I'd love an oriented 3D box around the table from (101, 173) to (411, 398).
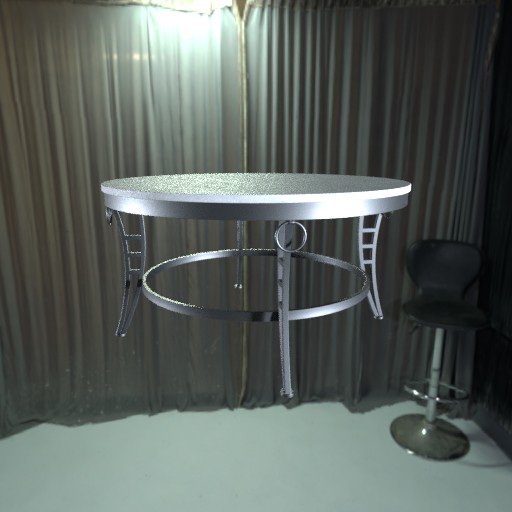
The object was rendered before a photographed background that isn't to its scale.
[{"bbox_3d":[0.000,0.000,1.397,0.889,0.470,0.889,0,13,0],"label":"table"}]
